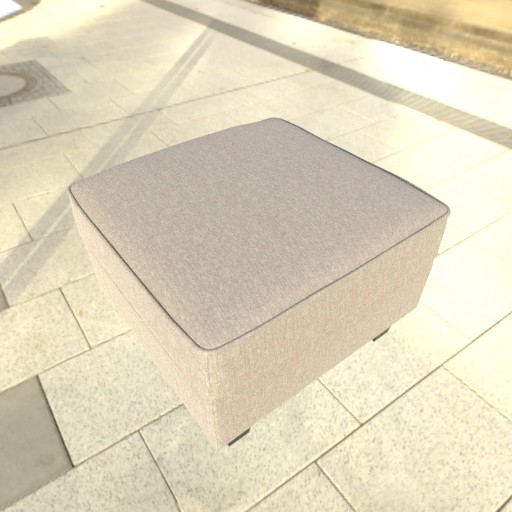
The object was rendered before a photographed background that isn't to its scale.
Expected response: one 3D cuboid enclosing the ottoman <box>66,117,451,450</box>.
[{"bbox_3d":[0.000,0.000,1.421,0.871,0.612,0.808,-27,47,-27],"label":"ottoman"}]
